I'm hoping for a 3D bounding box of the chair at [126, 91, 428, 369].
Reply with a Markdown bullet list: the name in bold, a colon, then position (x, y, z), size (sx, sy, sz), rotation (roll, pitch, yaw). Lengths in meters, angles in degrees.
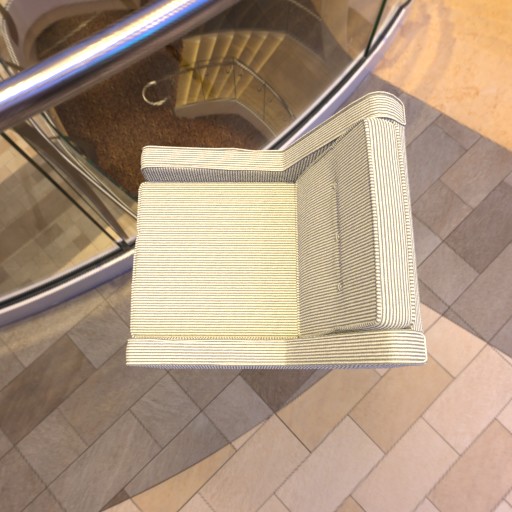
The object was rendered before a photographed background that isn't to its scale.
- **chair**: position (0.000, 0.000, 1.344), size (0.743, 0.792, 0.663), rotation (0, 75, 0)
